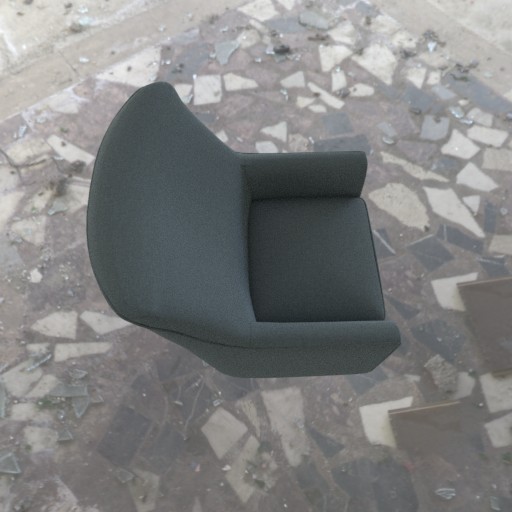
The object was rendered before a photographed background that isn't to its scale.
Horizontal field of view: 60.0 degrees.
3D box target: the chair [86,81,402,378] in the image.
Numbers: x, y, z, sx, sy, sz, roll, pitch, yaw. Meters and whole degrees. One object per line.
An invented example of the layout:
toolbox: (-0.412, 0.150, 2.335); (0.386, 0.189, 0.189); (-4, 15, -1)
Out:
chair: (0.000, 0.000, 1.565); (0.879, 0.916, 0.756); (-2, 63, -1)
